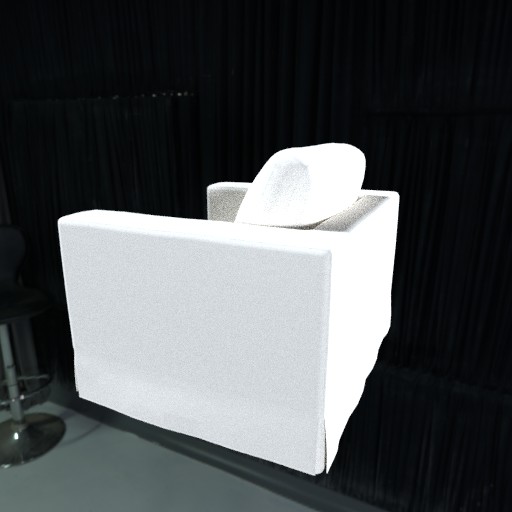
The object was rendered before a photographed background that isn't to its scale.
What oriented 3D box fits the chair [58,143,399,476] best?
[{"bbox_3d":[0.000,0.000,1.790,0.957,0.878,1.150,7,18,24],"label":"chair"}]
